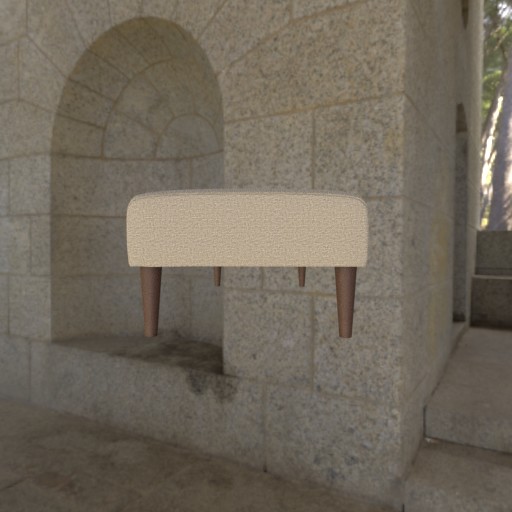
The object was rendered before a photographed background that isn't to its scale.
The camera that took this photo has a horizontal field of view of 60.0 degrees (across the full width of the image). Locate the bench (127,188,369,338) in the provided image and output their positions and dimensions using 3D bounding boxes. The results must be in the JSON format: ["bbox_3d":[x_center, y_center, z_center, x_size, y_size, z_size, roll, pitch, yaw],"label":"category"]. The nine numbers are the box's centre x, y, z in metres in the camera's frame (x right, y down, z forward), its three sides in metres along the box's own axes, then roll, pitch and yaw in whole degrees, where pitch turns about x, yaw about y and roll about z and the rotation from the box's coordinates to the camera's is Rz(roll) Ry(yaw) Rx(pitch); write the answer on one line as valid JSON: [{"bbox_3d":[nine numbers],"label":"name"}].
[{"bbox_3d":[0.000,0.000,1.912,0.646,0.393,1.609,0,1,2],"label":"bench"}]
